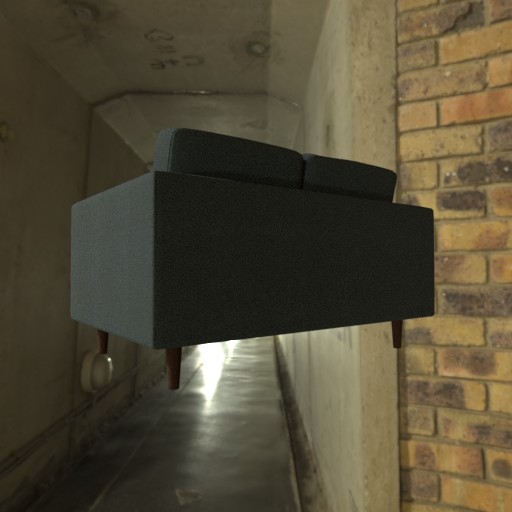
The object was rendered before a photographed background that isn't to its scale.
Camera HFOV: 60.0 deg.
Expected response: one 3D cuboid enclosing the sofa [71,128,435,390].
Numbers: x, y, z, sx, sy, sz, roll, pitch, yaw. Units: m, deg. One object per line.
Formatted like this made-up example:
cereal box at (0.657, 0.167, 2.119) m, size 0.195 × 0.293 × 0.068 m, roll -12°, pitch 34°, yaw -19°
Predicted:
sofa at (0.000, 0.000, 2.190) m, size 1.518 × 0.930 × 0.999 m, roll 1°, pitch -2°, yaw -37°
